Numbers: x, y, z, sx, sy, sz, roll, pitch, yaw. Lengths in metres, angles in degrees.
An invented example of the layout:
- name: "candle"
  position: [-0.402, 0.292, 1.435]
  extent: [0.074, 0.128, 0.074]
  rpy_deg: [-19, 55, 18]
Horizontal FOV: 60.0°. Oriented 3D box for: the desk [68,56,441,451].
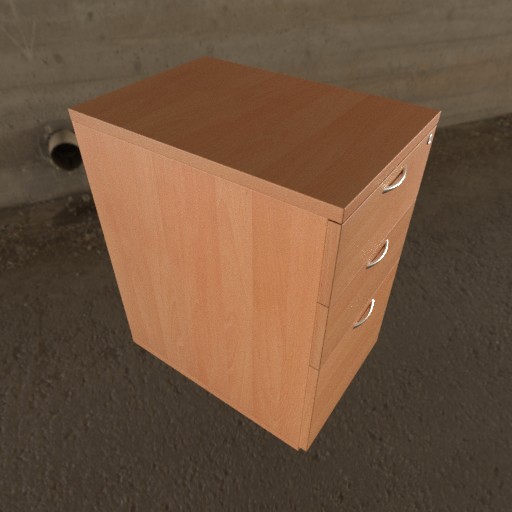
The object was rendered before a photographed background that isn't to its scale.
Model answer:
- name: "desk"
  position: [0.000, 0.000, 1.081]
  extent: [0.600, 0.730, 0.404]
  rpy_deg: [25, 46, 26]
